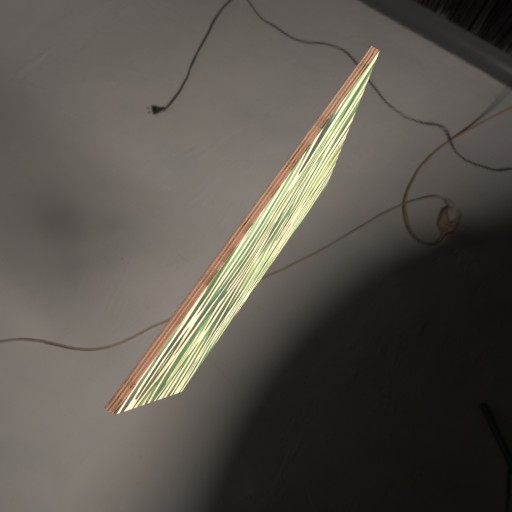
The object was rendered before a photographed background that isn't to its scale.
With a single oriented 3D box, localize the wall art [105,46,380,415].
[{"bbox_3d":[0.000,0.000,0.684,0.012,0.408,0.508,34,78,8],"label":"wall art"}]
